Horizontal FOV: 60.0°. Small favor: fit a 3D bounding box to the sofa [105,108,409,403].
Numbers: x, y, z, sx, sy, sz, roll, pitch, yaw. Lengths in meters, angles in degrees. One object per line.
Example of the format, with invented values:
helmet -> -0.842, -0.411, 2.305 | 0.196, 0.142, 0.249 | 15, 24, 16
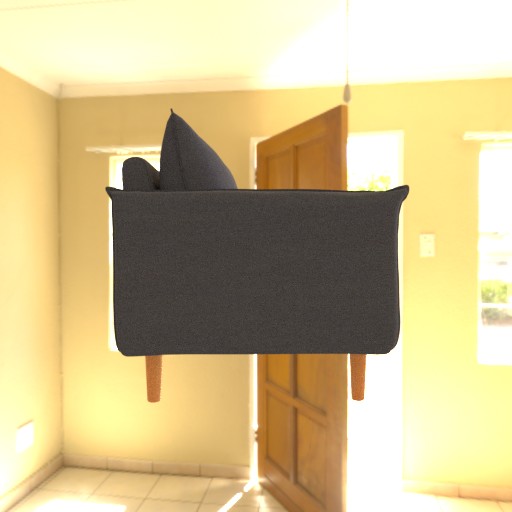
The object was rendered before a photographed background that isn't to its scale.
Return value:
sofa -> 0.000, 0.000, 1.808 | 0.820, 0.840, 1.300 | 0, 1, -1
